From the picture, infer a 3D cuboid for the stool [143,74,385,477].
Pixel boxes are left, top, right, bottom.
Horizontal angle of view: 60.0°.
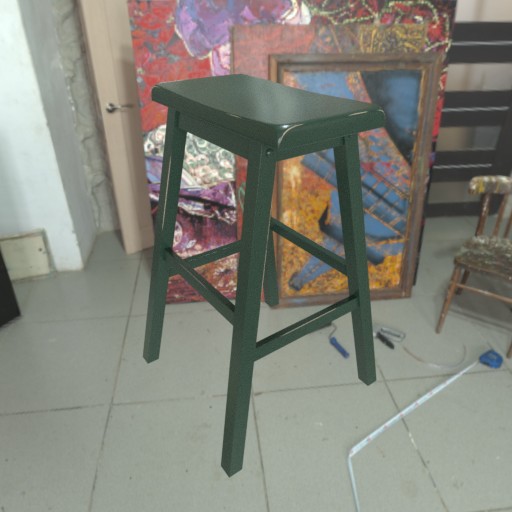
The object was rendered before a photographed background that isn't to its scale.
[{"bbox_3d":[0.000,0.000,1.051,0.476,0.737,0.457,-20,37,-30],"label":"stool"}]
